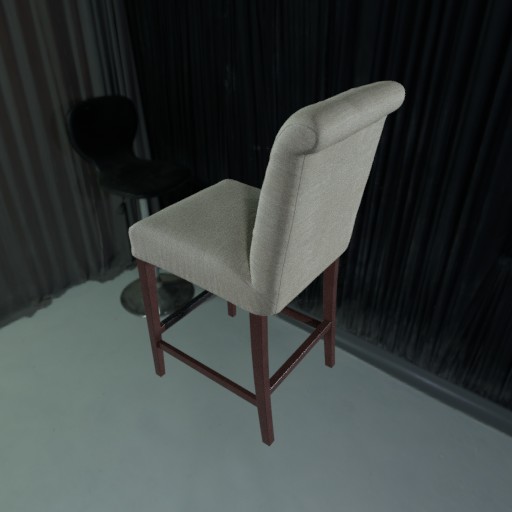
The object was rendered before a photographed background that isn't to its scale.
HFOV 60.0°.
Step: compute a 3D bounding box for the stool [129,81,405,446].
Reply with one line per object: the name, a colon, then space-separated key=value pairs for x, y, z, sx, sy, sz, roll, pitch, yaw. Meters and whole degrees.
stool: x=0.000 y=0.000 z=1.436 sx=0.660 sy=1.084 sz=0.486 roll=21 pitch=38 yaw=30
